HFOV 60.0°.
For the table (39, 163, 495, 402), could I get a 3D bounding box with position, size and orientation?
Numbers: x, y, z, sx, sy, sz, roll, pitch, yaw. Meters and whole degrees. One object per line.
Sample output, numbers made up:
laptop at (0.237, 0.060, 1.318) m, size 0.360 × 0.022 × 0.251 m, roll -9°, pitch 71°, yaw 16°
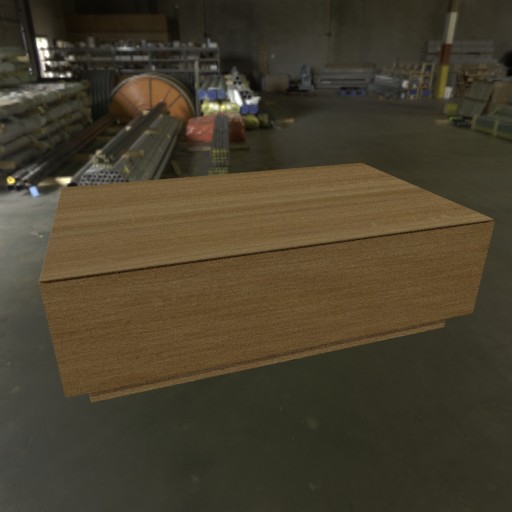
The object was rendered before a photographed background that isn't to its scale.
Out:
table at (0.000, 0.000, 1.382) m, size 1.110 × 0.353 × 0.678 m, roll -8°, pitch 26°, yaw -16°
